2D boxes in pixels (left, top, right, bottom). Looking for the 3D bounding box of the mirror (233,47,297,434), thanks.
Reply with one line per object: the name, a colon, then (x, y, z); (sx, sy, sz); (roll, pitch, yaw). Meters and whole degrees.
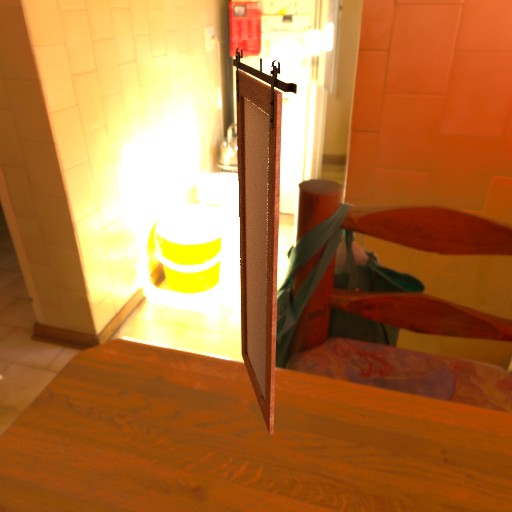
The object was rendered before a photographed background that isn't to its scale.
mirror: (0.000, 0.000, 2.145); (0.042, 1.793, 0.847); (-7, 30, -13)
